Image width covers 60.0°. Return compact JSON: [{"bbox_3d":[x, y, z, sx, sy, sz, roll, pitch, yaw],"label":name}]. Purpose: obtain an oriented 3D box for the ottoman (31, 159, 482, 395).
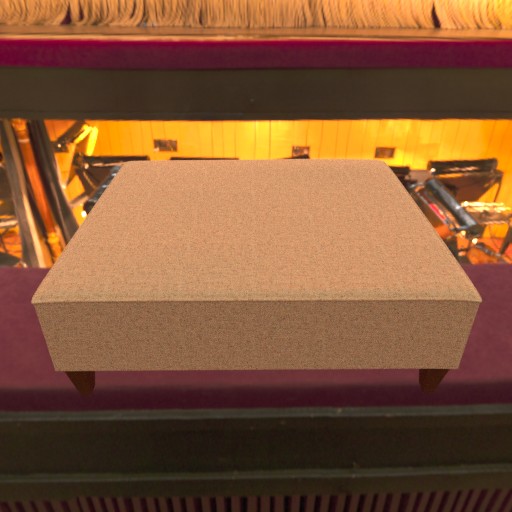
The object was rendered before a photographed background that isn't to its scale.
[{"bbox_3d":[0.000,0.000,1.195,0.835,0.303,0.736,0,32,0],"label":"ottoman"}]
